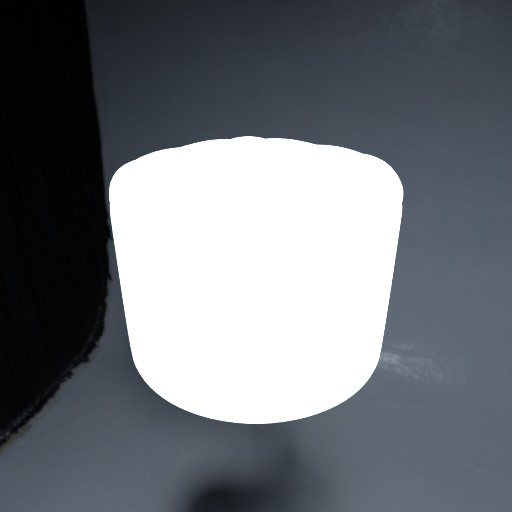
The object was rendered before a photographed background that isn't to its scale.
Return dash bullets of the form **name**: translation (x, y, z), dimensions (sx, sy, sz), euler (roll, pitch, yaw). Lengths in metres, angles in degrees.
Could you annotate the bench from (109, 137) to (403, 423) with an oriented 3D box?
- **bench**: translation (0.000, 0.000, 1.010), dimensions (0.600, 0.453, 0.600), euler (0, 26, 0)
